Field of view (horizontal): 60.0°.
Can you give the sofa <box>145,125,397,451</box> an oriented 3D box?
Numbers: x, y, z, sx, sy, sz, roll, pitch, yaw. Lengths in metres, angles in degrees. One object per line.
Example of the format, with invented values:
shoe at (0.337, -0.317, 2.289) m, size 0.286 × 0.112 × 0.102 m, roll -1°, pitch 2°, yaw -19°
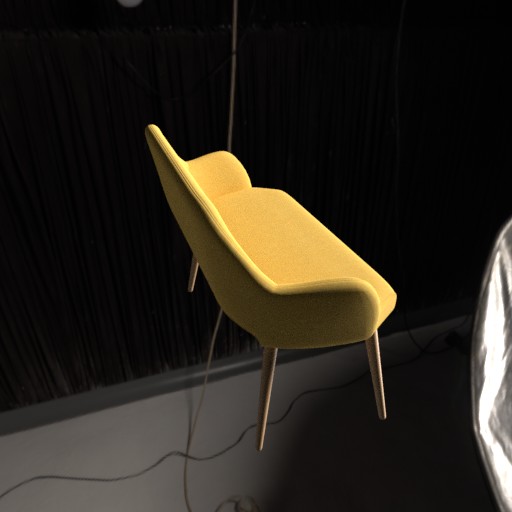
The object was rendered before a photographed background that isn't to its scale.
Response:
sofa at (0.000, 0.000, 1.636) m, size 0.610 × 0.840 × 1.150 m, roll -11°, pitch 32°, yaw -18°
